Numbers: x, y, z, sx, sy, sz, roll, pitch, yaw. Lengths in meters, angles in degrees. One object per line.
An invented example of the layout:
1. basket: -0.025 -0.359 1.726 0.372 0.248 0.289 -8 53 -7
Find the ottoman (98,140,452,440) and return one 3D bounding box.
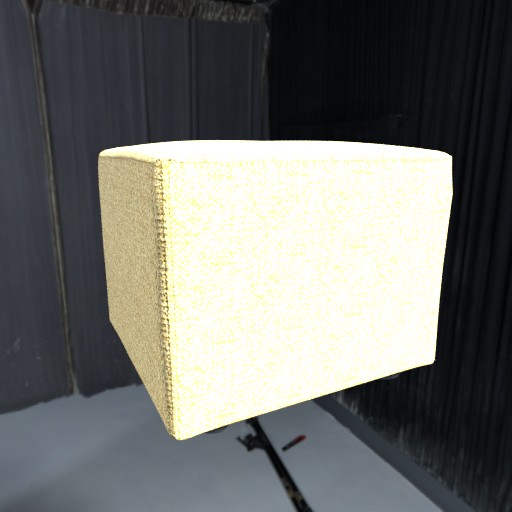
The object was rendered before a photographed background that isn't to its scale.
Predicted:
1. ottoman: 0.000 0.000 0.877 0.512 0.441 0.505 -7 16 -26
